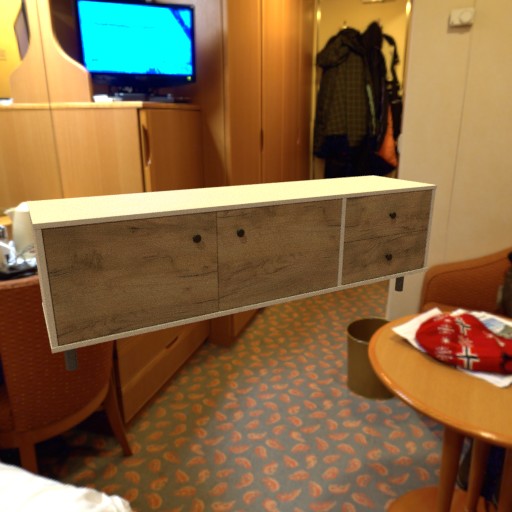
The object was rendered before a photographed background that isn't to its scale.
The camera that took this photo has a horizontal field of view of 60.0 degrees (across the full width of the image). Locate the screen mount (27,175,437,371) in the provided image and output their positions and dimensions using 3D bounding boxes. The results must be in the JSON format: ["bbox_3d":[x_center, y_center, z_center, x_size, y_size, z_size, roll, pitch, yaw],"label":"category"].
[{"bbox_3d":[0.000,0.000,1.817,1.600,0.520,0.418,-9,19,-27],"label":"screen mount"}]
